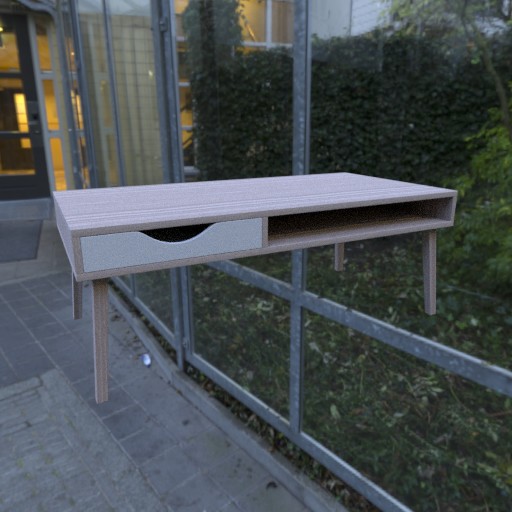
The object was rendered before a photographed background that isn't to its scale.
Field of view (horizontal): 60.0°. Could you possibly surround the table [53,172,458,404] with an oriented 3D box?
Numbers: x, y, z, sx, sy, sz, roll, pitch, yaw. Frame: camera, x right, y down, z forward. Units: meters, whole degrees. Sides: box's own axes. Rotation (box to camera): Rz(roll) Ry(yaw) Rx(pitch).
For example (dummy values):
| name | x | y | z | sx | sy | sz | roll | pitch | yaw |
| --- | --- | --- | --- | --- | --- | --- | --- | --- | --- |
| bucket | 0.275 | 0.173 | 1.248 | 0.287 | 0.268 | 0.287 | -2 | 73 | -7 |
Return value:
| name | x | y | z | sx | sy | sz | roll | pitch | yaw |
| --- | --- | --- | --- | --- | --- | --- | --- | --- | --- |
| table | 0.000 | 0.000 | 1.532 | 1.200 | 0.450 | 0.600 | -9 | 19 | -26 |
